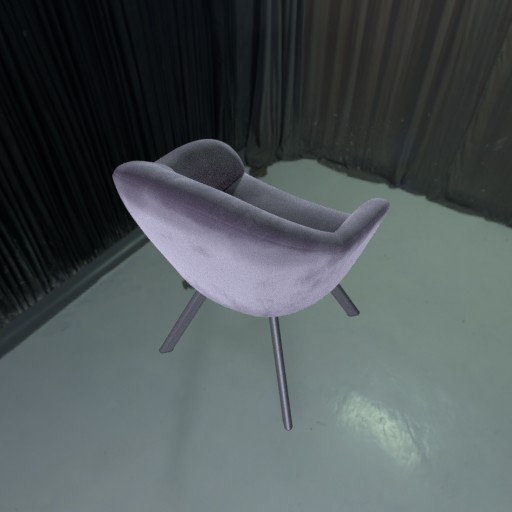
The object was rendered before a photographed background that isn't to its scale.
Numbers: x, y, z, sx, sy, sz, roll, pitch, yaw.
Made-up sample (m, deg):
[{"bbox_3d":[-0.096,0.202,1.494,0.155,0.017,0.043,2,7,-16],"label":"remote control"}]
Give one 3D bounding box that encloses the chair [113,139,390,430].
[{"bbox_3d":[0.000,0.000,1.181,0.550,0.795,0.590,24,50,22],"label":"chair"}]
